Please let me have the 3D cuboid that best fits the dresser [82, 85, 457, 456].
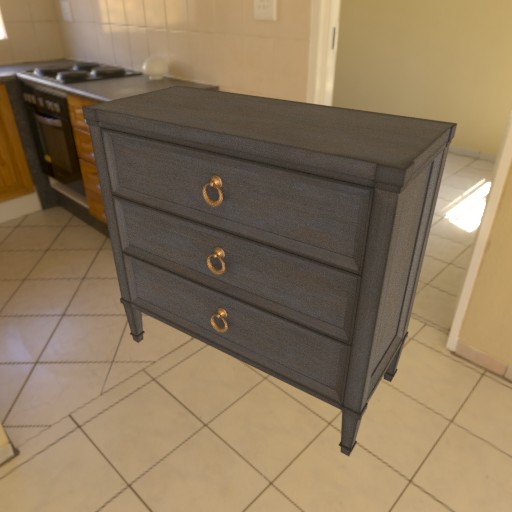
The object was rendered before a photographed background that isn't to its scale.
[{"bbox_3d":[0.000,0.000,1.581,1.049,0.986,0.463,19,36,29],"label":"dresser"}]
